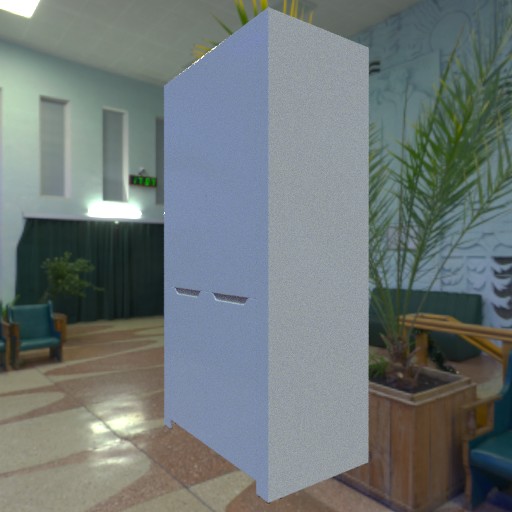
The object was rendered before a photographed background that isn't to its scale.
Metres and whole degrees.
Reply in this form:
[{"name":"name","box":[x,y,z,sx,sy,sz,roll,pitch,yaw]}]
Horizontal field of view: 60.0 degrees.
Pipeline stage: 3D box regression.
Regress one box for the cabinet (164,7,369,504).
[{"name":"cabinet","box":[0.000,0.000,2.277,0.580,1.920,0.980,0,0,-35]}]
